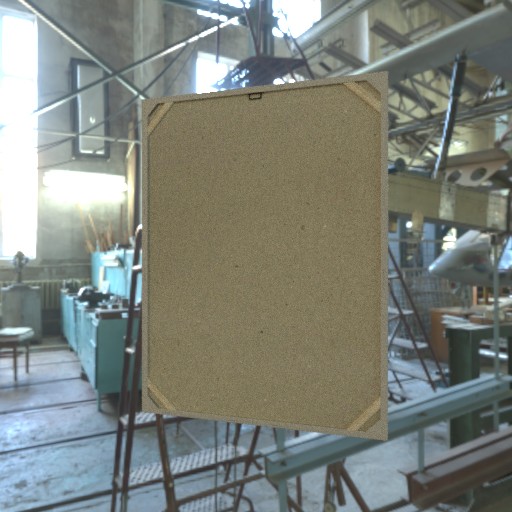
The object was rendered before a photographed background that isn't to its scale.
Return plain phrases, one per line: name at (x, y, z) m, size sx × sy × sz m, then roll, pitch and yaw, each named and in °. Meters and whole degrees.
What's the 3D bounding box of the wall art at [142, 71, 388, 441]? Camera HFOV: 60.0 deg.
wall art at (0.000, 0.000, 1.602) m, size 0.914 × 1.212 × 0.038 m, roll 0°, pitch 0°, yaw 17°
